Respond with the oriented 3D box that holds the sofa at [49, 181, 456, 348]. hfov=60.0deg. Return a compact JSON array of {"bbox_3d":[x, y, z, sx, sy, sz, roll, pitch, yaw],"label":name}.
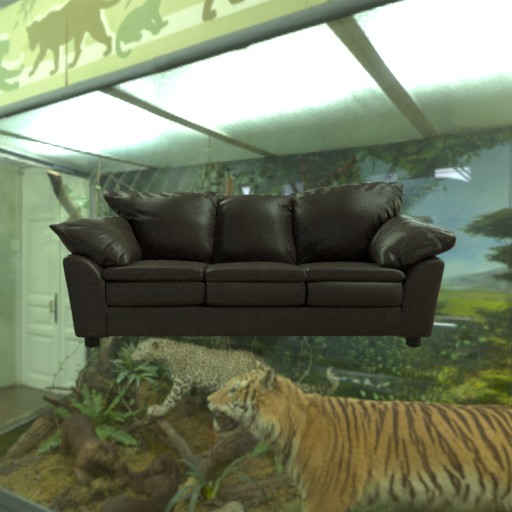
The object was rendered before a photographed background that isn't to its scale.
[{"bbox_3d":[0.000,0.000,2.986,2.390,1.091,0.907,0,0,0],"label":"sofa"}]
